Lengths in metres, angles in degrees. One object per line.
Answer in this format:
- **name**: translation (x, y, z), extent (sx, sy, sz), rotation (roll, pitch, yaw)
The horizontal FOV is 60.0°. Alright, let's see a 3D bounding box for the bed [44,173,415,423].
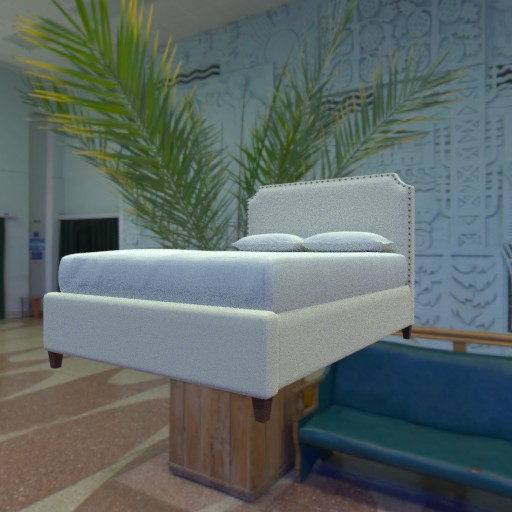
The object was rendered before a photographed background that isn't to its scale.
- **bed**: translation (0.000, 0.000, 3.291), extent (1.703, 1.415, 2.329), rotation (0, 1, 34)
